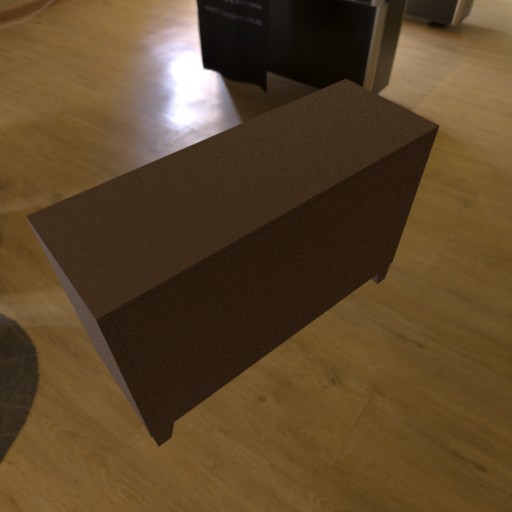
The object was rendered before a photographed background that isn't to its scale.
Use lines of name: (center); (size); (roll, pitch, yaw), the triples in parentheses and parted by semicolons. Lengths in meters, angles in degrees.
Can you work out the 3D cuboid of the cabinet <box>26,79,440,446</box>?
cabinet: (0.000, 0.000, 1.845); (1.396, 0.914, 0.482); (-31, 55, -25)
